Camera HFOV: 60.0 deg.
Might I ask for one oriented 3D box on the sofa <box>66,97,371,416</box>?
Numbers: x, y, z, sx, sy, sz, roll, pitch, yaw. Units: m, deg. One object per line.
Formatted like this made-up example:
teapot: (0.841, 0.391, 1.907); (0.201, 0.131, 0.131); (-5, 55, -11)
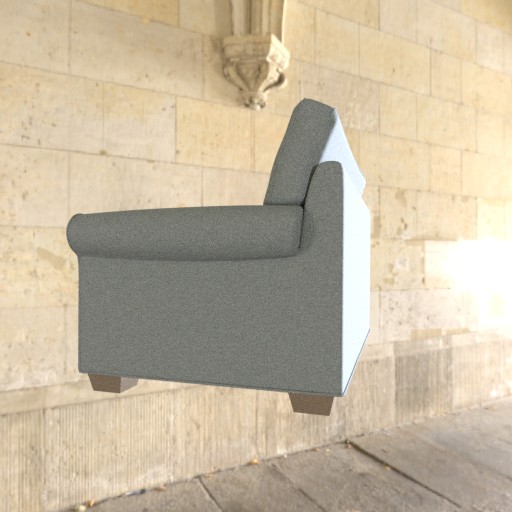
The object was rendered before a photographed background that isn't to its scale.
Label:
sofa: (0.000, 0.000, 2.016); (0.940, 0.953, 1.410); (0, 0, 18)
